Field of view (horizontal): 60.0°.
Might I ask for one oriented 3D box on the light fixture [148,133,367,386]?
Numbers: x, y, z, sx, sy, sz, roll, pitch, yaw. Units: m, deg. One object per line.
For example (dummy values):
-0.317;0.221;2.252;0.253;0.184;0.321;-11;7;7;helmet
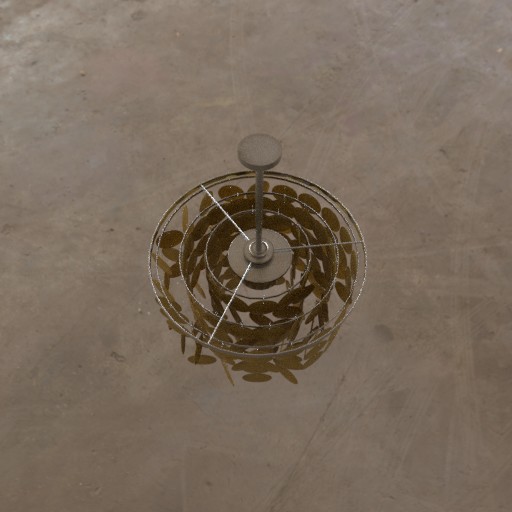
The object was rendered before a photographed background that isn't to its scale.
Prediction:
0.000;0.000;0.739;0.368;0.492;0.368;0;58;0;light fixture
